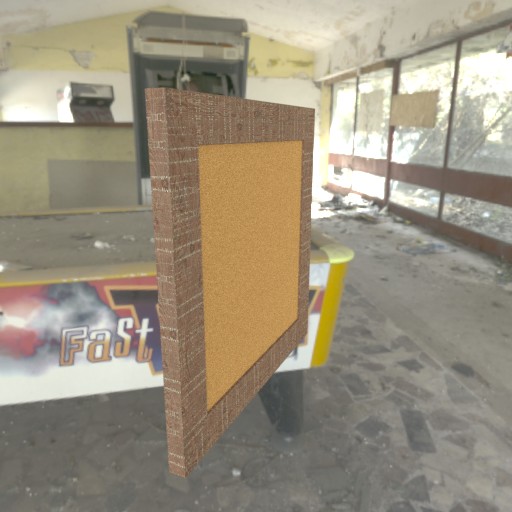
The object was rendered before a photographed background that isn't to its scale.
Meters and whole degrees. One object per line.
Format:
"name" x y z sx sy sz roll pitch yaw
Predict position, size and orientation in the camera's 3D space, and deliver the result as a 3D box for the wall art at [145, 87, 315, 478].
"wall art" 0.000 0.000 0.806 0.029 0.531 0.531 7 17 25
